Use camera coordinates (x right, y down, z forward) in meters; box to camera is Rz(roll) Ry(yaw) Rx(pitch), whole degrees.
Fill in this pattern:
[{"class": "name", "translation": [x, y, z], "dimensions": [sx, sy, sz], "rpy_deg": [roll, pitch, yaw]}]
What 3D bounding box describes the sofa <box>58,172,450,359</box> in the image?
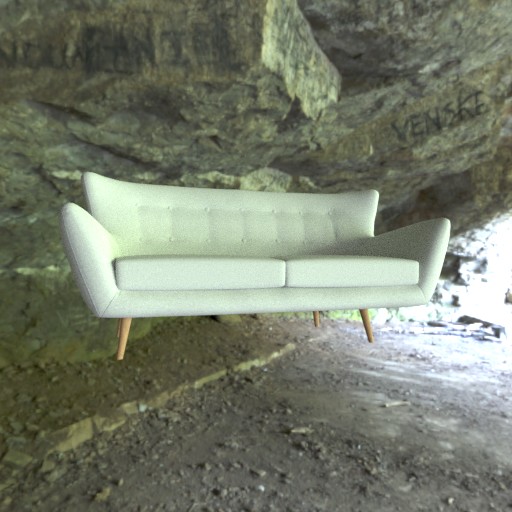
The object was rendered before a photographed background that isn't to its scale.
[{"class": "sofa", "translation": [0.000, 0.000, 2.436], "dimensions": [1.930, 0.890, 0.899], "rpy_deg": [0, -1, -19]}]
